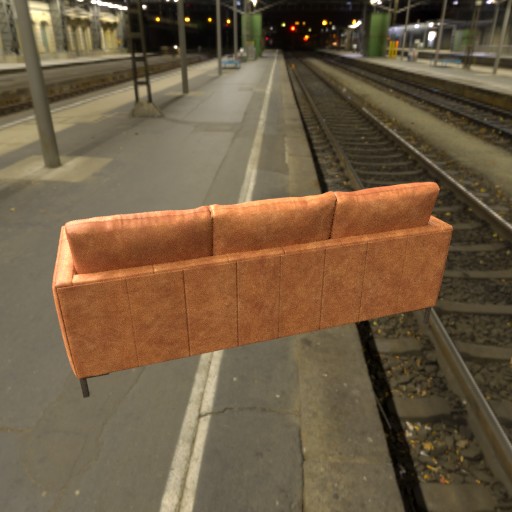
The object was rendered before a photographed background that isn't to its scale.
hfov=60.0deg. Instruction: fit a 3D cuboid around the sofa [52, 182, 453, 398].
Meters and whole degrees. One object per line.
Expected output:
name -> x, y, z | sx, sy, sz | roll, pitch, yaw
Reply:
sofa -> 0.000, 0.000, 2.487 | 2.029, 0.863, 0.748 | -8, 27, -17
